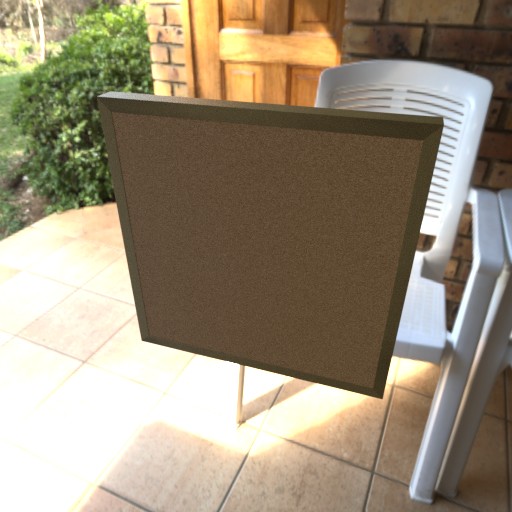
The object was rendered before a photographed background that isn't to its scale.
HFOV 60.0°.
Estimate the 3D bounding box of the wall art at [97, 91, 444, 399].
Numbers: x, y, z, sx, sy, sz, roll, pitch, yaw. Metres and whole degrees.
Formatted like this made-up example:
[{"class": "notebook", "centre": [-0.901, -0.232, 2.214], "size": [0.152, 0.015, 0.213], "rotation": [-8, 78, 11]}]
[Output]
[{"class": "wall art", "centre": [0.000, 0.000, 0.771], "size": [0.507, 0.508, 0.038], "rotation": [10, 33, 15]}]
